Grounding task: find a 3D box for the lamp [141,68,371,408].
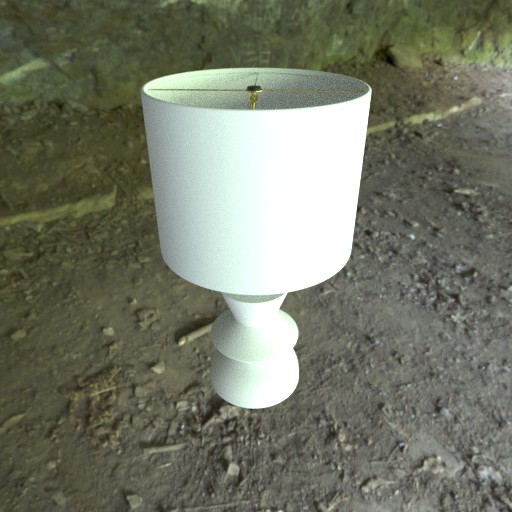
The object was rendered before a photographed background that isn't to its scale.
[{"bbox_3d":[0.000,0.000,0.728,0.301,0.533,0.301,1,31,2],"label":"lamp"}]
